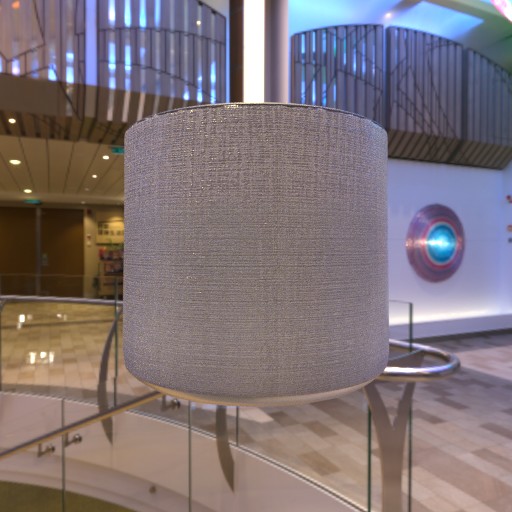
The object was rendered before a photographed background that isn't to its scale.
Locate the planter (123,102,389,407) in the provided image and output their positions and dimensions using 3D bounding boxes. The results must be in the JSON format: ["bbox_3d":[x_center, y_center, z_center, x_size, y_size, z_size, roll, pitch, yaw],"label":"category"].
[{"bbox_3d":[0.000,0.000,0.217,0.125,0.112,0.125,0,1,0],"label":"planter"}]
